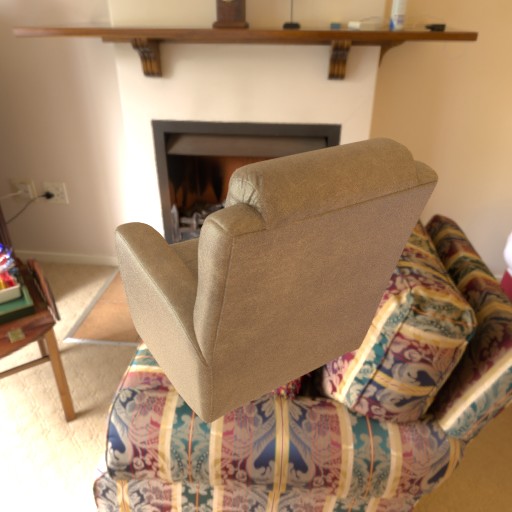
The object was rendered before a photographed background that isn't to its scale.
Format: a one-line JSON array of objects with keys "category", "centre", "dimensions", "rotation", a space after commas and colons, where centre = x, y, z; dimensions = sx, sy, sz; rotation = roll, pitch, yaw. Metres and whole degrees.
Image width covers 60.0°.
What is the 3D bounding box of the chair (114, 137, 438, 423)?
[{"category": "chair", "centre": [0.000, 0.000, 1.937], "dimensions": [0.965, 1.116, 1.068], "rotation": [-18, 33, -29]}]
